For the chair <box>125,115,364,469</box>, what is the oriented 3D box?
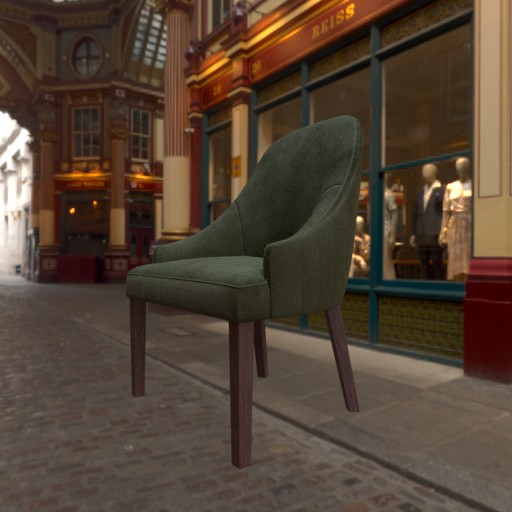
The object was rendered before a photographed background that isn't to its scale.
[{"bbox_3d":[0.000,0.000,1.329,0.575,0.889,0.643,-1,1,-37],"label":"chair"}]
